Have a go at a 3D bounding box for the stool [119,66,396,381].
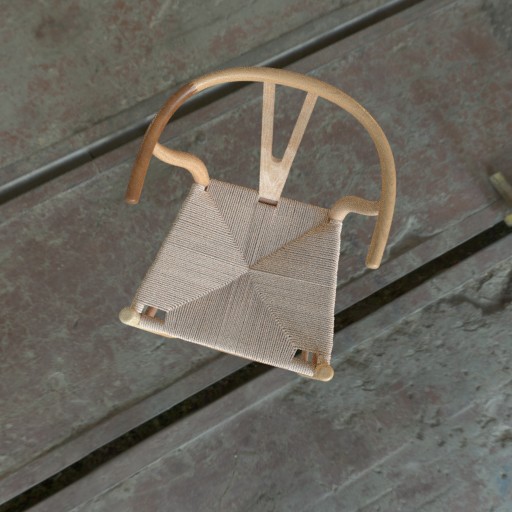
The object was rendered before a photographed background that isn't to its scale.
[{"bbox_3d":[0.000,0.000,1.282,0.536,0.923,0.575,15,77,4],"label":"stool"}]
